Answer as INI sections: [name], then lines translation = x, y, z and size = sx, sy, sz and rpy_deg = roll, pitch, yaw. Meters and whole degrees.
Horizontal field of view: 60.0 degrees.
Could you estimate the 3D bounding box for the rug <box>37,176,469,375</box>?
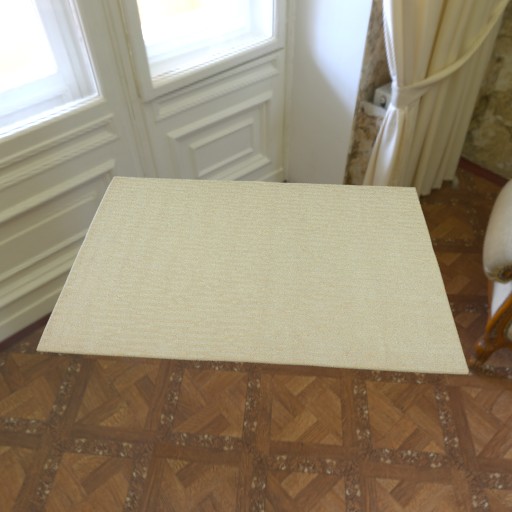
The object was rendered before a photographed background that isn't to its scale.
[rug]
translation = 0.000, 0.000, 2.286
size = 1.848, 0.014, 1.238
rpy_deg = 2, 47, 2
